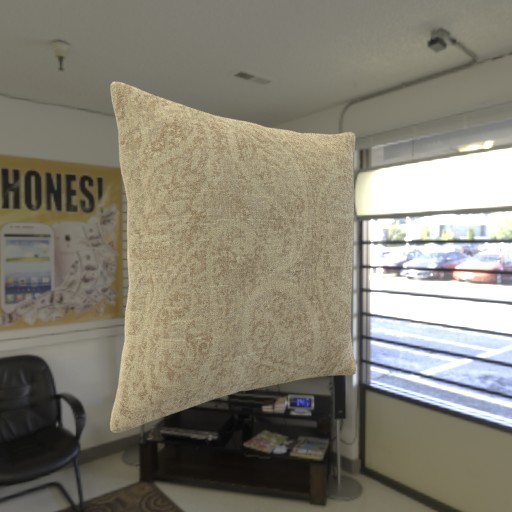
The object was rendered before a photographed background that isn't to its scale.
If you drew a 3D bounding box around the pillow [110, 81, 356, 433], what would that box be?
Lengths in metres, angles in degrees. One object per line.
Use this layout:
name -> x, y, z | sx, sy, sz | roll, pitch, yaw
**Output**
pillow -> 0.000, 0.000, 0.786 | 0.523, 0.510, 0.166 | -1, 2, -36
